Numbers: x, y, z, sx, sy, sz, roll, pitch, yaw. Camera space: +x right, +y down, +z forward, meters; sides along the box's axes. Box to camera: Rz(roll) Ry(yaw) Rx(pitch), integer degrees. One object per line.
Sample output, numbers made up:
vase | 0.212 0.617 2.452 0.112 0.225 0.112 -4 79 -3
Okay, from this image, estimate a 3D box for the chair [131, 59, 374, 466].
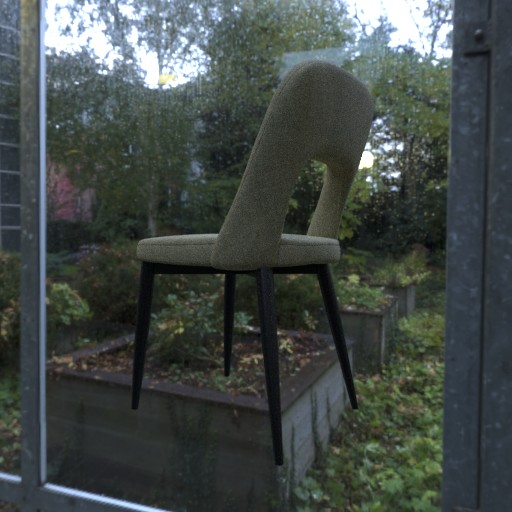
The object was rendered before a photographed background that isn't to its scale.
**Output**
chair | 0.000 0.000 1.294 0.612 0.931 0.470 1 2 38
